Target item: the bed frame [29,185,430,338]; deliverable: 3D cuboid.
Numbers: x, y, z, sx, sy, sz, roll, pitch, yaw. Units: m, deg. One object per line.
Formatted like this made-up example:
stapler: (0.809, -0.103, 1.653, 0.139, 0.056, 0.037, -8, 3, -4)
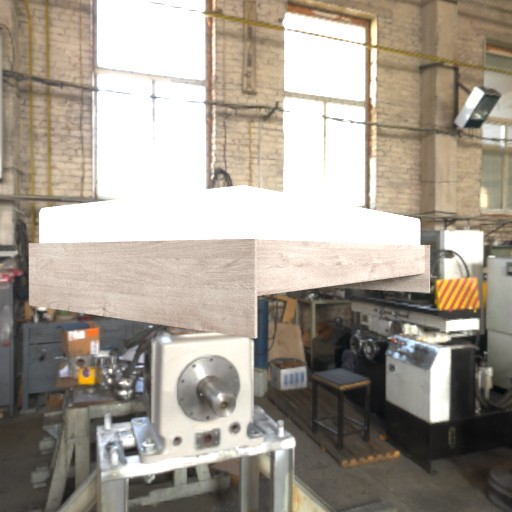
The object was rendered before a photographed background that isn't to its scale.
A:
bed frame: (0.000, 0.000, 2.612, 1.445, 0.497, 1.945, 0, 1, 37)
